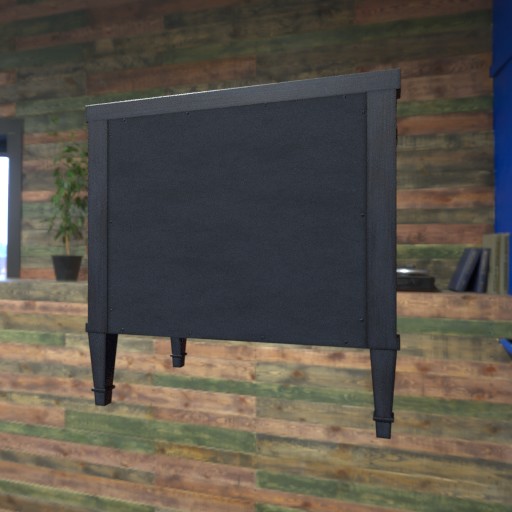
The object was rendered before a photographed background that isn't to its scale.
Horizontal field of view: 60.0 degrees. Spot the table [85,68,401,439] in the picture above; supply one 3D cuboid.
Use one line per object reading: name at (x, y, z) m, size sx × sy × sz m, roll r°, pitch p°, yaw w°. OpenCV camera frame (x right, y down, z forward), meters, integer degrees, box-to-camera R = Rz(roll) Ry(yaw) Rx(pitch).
table at (0.000, 0.000, 1.073) m, size 0.660 × 0.660 × 0.413 m, roll 0°, pitch 0°, yaw 17°
